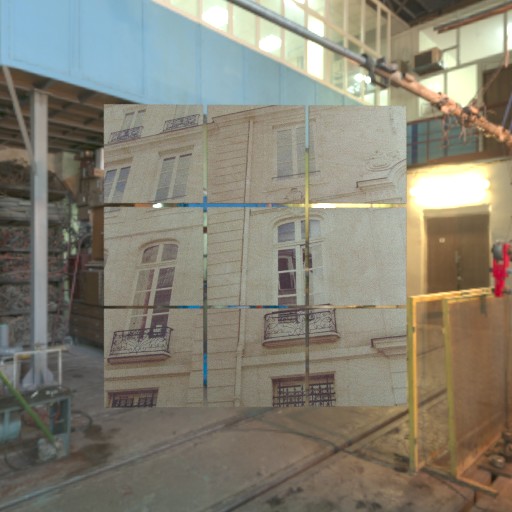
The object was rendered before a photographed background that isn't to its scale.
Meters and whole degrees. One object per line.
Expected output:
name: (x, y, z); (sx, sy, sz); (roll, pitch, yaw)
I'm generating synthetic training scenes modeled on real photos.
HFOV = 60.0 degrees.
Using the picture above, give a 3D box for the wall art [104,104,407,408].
wall art: (0.000, 0.000, 2.246); (1.526, 1.522, 0.023); (0, 0, -1)
